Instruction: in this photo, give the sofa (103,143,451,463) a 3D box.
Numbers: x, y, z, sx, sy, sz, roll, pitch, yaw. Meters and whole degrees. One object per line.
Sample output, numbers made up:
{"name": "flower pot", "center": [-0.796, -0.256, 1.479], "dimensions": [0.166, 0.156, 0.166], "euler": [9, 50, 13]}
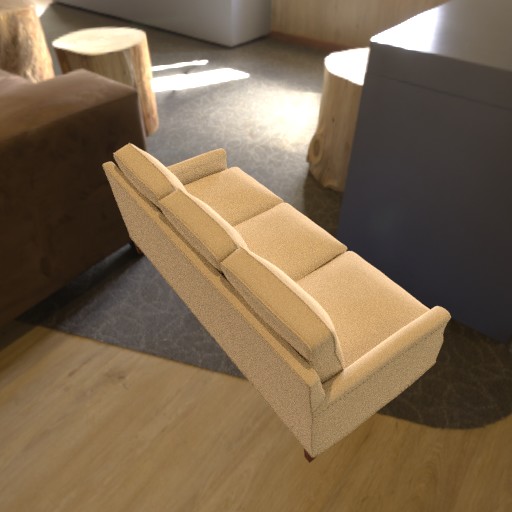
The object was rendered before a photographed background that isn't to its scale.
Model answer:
{"name": "sofa", "center": [0.000, 0.000, 2.883], "dimensions": [1.084, 1.003, 2.246], "euler": [-26, 48, -26]}
